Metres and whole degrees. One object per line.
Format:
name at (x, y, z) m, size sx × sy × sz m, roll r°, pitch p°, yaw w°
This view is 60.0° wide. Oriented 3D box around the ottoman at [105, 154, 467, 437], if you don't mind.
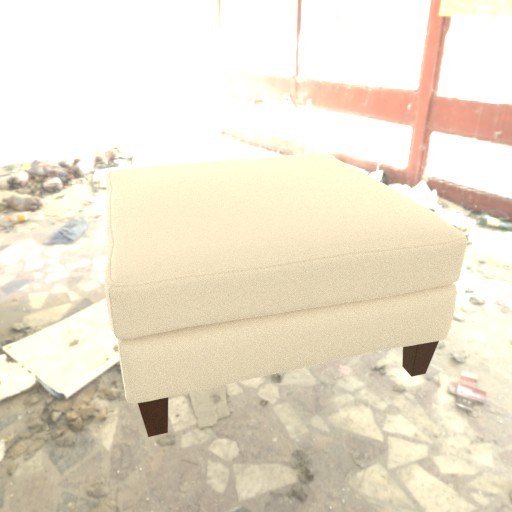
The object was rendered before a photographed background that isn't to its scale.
ottoman at (0.000, 0.000, 1.358) m, size 0.838 × 0.479 × 0.838 m, roll -8°, pitch 28°, yaw -15°
